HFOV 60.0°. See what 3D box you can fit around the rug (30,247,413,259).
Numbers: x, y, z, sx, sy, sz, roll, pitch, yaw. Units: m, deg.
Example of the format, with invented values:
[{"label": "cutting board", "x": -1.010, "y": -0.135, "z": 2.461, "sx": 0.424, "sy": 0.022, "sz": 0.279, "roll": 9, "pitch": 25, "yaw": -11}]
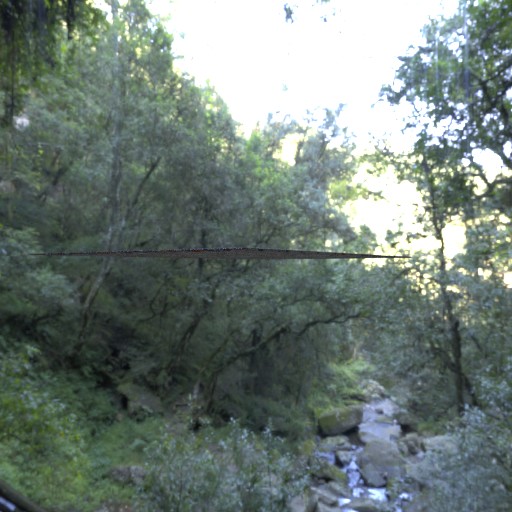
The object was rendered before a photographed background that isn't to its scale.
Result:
[{"label": "rug", "x": 0.000, "y": 0.000, "z": 2.525, "sx": 1.218, "sy": 0.010, "sz": 1.997, "roll": -1, "pitch": -1, "yaw": 35}]
